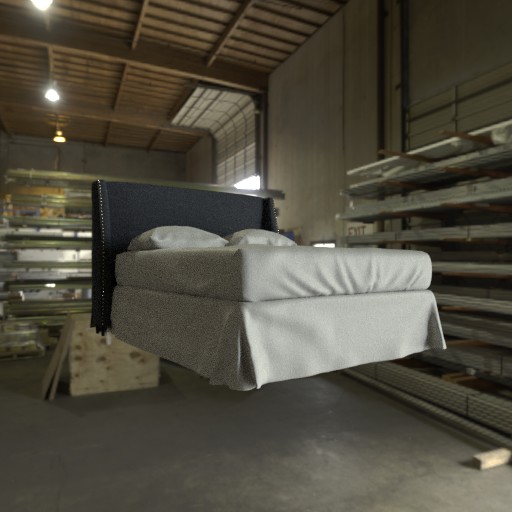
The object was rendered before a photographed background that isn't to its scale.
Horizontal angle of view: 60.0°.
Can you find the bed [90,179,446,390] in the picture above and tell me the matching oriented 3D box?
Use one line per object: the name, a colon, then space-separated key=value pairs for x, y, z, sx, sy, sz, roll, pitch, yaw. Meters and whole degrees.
bed: x=0.000 y=0.000 z=3.475 sx=1.925 sy=1.332 sz=2.276 roll=0 pitch=-1 yaw=-36
